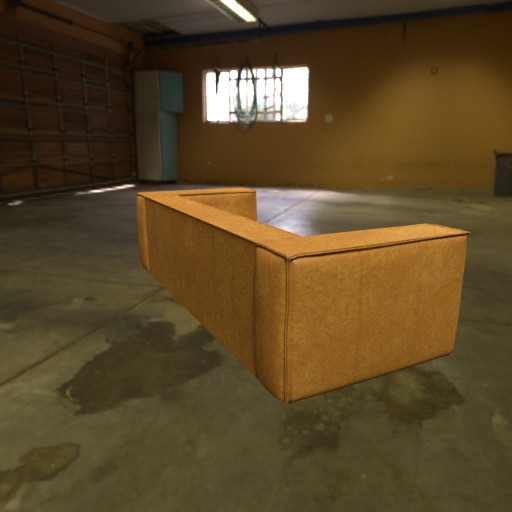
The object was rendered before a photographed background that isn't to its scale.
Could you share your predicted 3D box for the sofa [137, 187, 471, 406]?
[{"bbox_3d":[0.000,0.000,3.084,1.102,0.701,2.581,-7,16,-27],"label":"sofa"}]
